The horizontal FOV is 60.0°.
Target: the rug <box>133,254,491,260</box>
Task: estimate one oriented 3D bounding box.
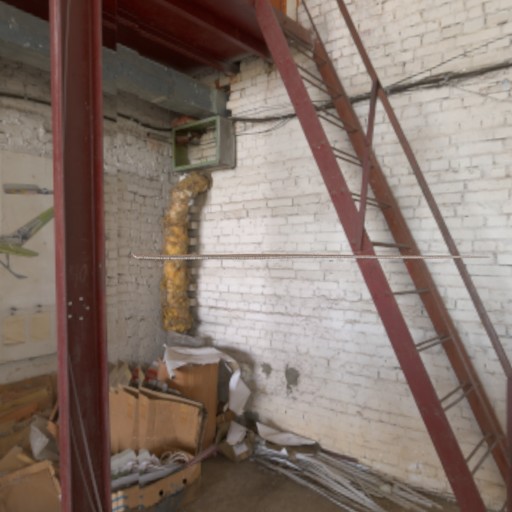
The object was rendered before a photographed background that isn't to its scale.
[{"bbox_3d":[0.000,0.000,2.294,1.220,0.017,1.835,0,1,-16],"label":"rug"}]
